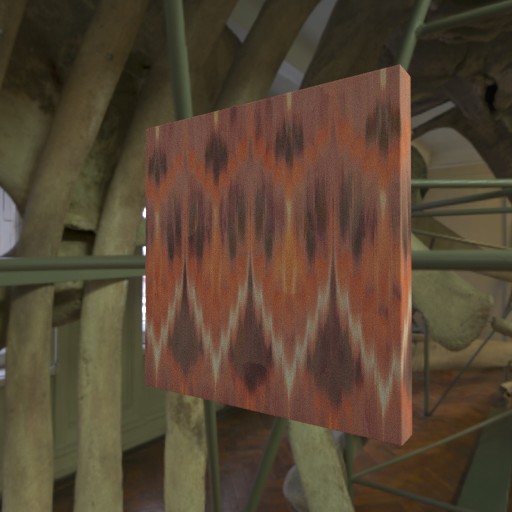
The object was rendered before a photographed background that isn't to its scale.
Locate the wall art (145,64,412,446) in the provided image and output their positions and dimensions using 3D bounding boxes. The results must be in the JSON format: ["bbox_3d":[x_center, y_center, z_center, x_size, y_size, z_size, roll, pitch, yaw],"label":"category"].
[{"bbox_3d":[0.000,0.000,0.601,0.403,0.406,0.038,-1,-1,35],"label":"wall art"}]
